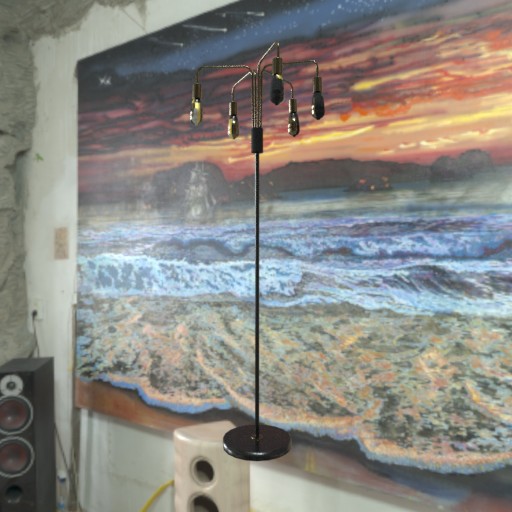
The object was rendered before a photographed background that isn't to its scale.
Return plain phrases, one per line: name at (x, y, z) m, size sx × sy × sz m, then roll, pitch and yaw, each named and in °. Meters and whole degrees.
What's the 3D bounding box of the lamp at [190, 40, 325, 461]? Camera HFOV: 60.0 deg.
lamp at (0.000, 0.000, 1.999) m, size 0.599 × 1.721 × 0.572 m, roll 0°, pitch 0°, yaw 0°
